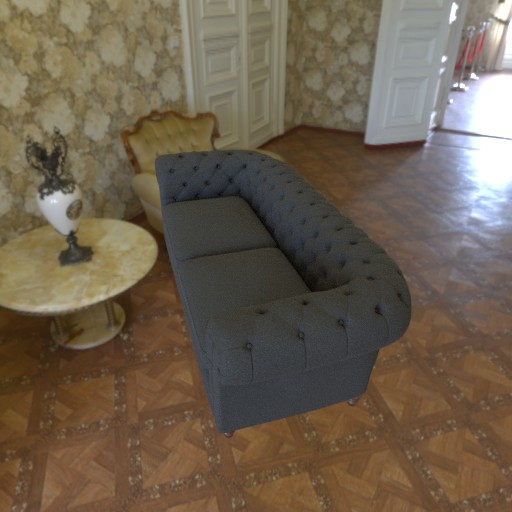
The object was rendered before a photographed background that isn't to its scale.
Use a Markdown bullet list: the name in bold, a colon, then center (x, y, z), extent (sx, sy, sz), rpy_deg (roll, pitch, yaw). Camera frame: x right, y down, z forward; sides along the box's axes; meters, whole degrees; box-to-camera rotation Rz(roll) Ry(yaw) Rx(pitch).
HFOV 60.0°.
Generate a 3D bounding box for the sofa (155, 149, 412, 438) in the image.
- **sofa**: center (0.000, 0.000, 2.763), extent (0.991, 0.762, 2.362), rpy_deg (-9, 31, -15)
